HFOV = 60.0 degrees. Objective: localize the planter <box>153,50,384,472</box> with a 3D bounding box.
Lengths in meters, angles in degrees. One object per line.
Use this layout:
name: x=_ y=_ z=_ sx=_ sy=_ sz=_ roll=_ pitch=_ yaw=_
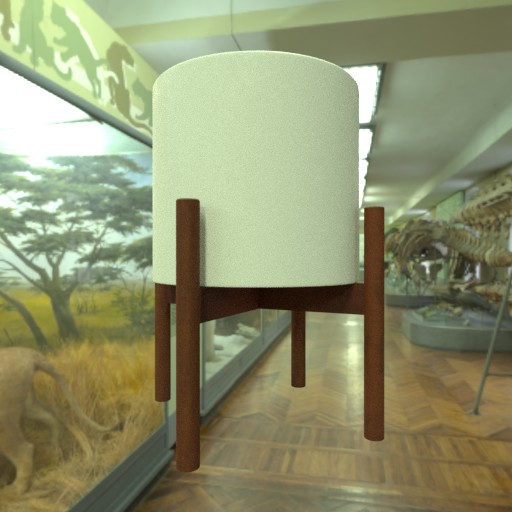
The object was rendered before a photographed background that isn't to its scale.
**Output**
planter: x=0.000 y=0.000 z=0.493 sx=0.224 sy=0.358 sz=0.224 roll=0 pitch=0 yaw=-19
